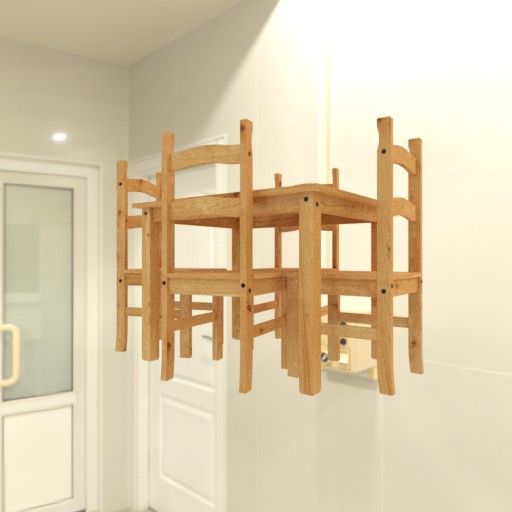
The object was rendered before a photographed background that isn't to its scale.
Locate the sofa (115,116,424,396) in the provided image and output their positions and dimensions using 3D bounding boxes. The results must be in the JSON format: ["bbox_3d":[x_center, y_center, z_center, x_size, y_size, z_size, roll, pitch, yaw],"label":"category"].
[{"bbox_3d":[0.000,0.000,2.205,1.529,1.000,1.144,0,0,36],"label":"sofa"}]
